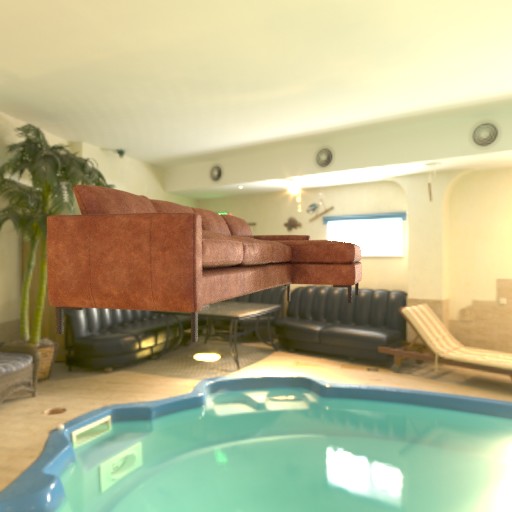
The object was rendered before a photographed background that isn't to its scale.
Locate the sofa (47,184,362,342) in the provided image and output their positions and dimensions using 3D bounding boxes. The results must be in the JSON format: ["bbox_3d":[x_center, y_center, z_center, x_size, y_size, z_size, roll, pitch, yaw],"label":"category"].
[{"bbox_3d":[0.000,0.000,3.609,1.471,0.859,2.993,0,0,18],"label":"sofa"}]
